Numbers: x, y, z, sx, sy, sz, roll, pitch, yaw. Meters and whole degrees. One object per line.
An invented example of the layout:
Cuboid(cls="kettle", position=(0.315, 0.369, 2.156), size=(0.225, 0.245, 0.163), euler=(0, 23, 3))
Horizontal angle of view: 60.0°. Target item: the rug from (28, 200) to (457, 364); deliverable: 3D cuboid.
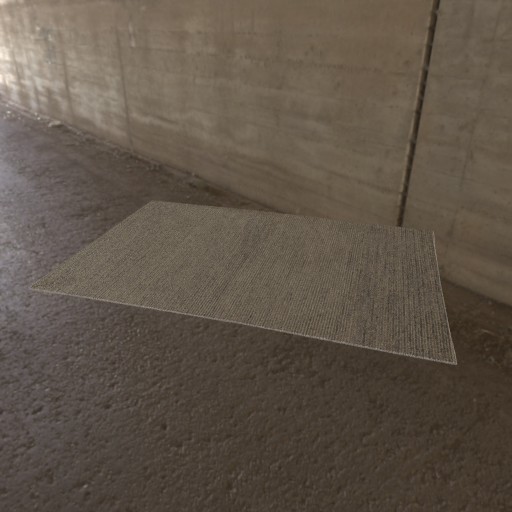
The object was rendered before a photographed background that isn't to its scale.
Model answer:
Cuboid(cls="rug", position=(0.000, 0.000, 2.227), size=(1.773, 0.021, 1.149), euler=(8, 29, 14))
